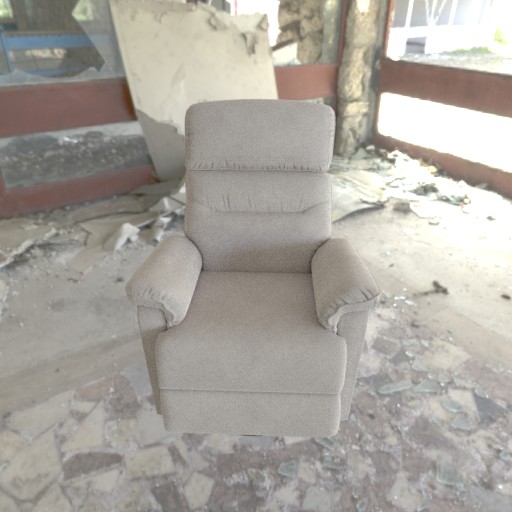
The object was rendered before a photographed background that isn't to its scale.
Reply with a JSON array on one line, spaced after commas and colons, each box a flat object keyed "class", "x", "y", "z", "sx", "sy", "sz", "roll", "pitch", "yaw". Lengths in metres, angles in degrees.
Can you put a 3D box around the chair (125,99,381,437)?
[{"class": "chair", "x": 0.000, "y": 0.000, "z": 1.750, "sx": 0.820, "sy": 1.039, "sz": 1.001, "roll": 1, "pitch": 30, "yaw": 2}]
